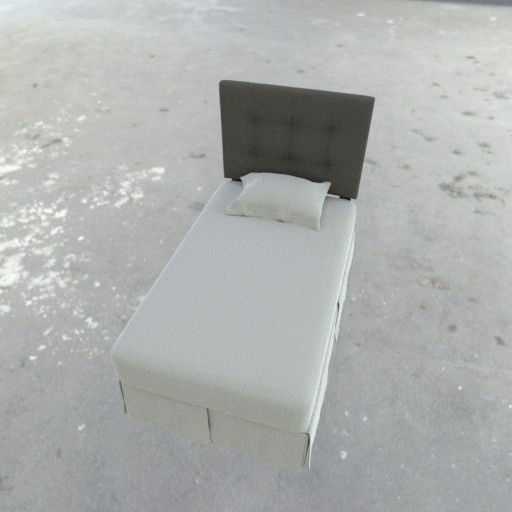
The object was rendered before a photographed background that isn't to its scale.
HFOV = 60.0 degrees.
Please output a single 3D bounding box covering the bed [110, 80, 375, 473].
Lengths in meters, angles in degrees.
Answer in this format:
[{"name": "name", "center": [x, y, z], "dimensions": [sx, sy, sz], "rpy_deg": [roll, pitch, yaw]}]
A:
[{"name": "bed", "center": [0.000, 0.000, 2.994], "dimensions": [1.261, 1.571, 1.997], "rpy_deg": [11, 43, 13]}]
